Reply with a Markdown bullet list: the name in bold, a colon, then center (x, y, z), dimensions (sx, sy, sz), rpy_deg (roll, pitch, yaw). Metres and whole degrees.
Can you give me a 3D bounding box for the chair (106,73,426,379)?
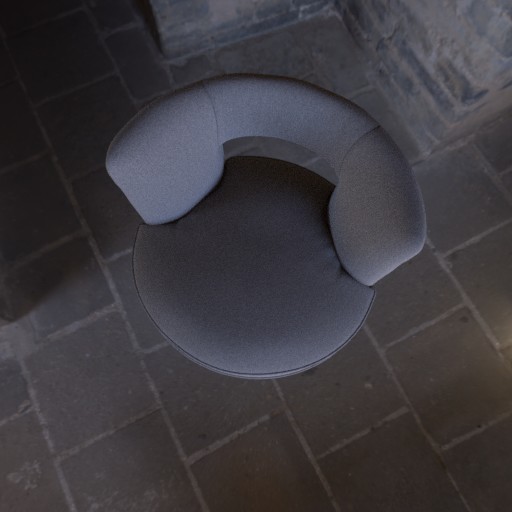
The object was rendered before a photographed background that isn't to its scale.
- **chair**: center (0.000, 0.000, 1.236), dimensions (0.689, 0.719, 0.660), rpy_deg (16, 75, 4)
